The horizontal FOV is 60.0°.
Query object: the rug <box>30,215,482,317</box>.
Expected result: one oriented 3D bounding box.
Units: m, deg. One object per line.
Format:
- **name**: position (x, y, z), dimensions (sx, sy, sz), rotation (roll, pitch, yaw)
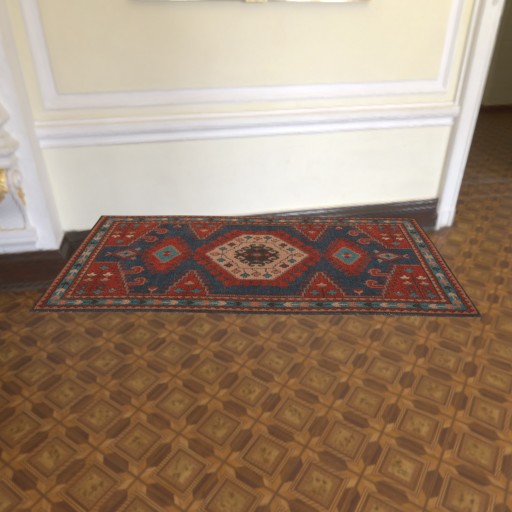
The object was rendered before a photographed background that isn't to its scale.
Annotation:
- **rug**: position (0.000, 0.000, 3.616), dimensions (3.032, 0.034, 1.522), rotation (1, 30, 1)
